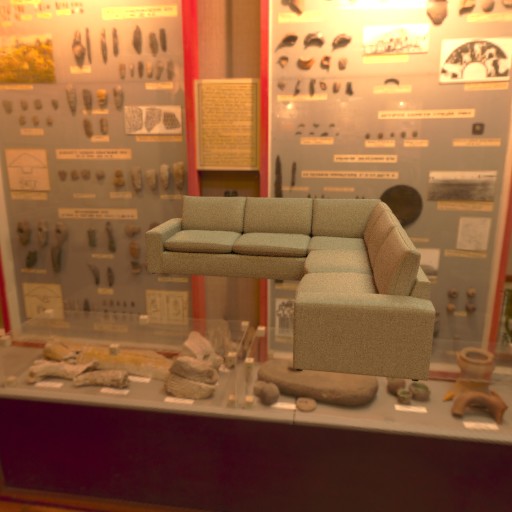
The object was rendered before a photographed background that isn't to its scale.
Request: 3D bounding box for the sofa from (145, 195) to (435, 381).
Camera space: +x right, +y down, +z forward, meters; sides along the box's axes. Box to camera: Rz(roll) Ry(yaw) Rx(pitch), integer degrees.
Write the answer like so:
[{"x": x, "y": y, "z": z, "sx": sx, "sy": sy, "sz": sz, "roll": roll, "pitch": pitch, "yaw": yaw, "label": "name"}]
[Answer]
[{"x": 0.000, "y": 0.000, "z": 4.117, "sx": 2.622, "sy": 0.800, "sz": 2.742, "roll": 3, "pitch": 15, "yaw": 10, "label": "sofa"}]
